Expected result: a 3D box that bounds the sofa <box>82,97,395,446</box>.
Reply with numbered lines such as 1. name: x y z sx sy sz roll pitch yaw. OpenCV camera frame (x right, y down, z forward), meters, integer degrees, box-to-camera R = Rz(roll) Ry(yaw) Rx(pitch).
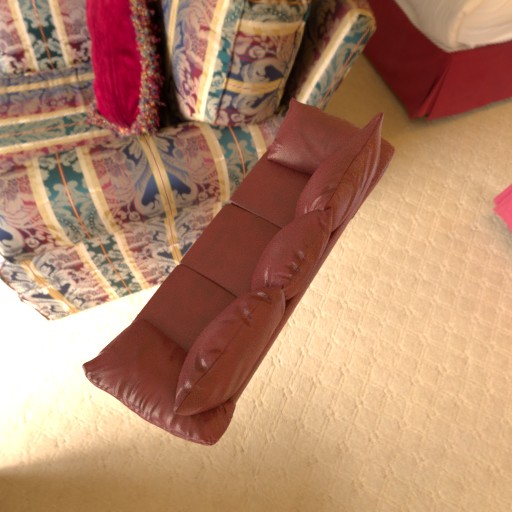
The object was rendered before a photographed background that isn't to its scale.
1. sofa: 0.000 0.000 2.918 0.907 1.091 2.390 29 67 14
